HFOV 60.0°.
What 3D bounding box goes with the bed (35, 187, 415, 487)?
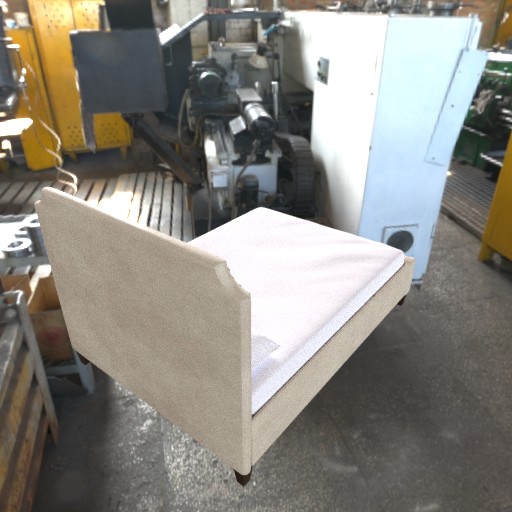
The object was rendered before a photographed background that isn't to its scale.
[{"bbox_3d":[0.000,0.000,3.370,1.712,1.443,2.372,21,36,33],"label":"bed"}]
